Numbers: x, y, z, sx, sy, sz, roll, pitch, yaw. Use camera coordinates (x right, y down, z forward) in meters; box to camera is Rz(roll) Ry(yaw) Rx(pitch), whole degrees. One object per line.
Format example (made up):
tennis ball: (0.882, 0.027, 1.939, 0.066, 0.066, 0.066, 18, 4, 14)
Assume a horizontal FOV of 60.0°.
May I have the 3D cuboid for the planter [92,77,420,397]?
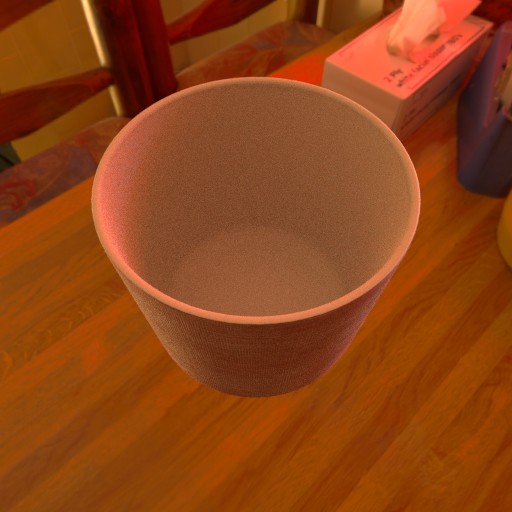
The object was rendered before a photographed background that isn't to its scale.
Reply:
planter: (0.000, 0.000, 0.769, 0.440, 0.398, 0.440, 0, 57, 0)
